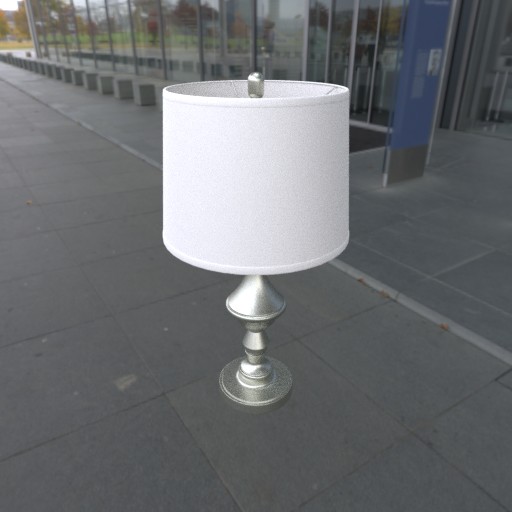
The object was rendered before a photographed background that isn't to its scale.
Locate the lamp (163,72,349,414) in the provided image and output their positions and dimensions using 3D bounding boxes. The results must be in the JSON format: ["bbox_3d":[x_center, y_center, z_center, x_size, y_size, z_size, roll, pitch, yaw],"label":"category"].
[{"bbox_3d":[0.000,0.000,0.954,0.383,0.733,0.383,0,26,0],"label":"lamp"}]
